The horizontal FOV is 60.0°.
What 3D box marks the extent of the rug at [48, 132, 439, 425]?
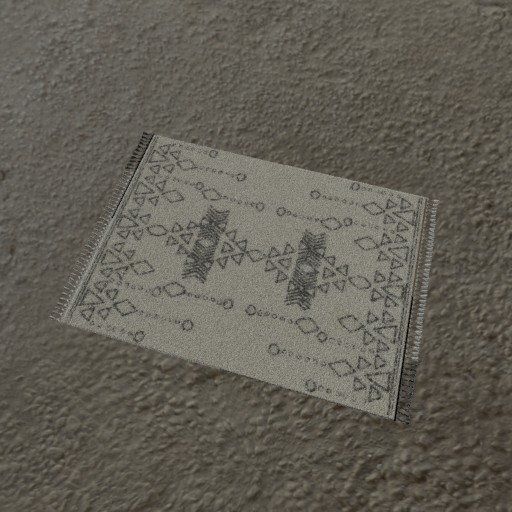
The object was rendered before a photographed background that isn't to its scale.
[{"bbox_3d":[0.000,0.000,3.031,2.312,0.013,1.600,15,65,7],"label":"rug"}]
